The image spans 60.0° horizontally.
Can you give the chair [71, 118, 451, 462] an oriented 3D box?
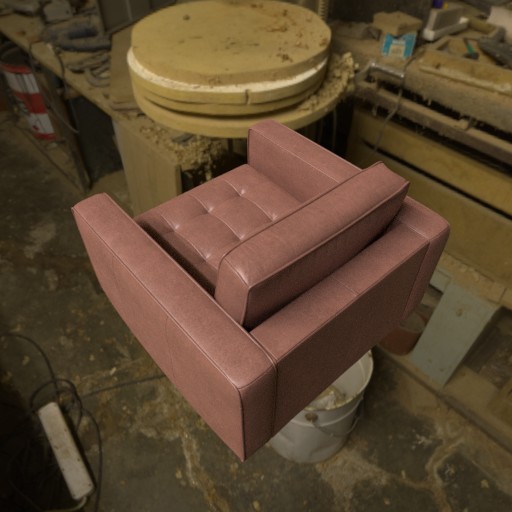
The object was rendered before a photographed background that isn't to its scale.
[{"bbox_3d":[0.000,0.000,1.554,0.920,0.770,0.900,-32,54,-27],"label":"chair"}]
